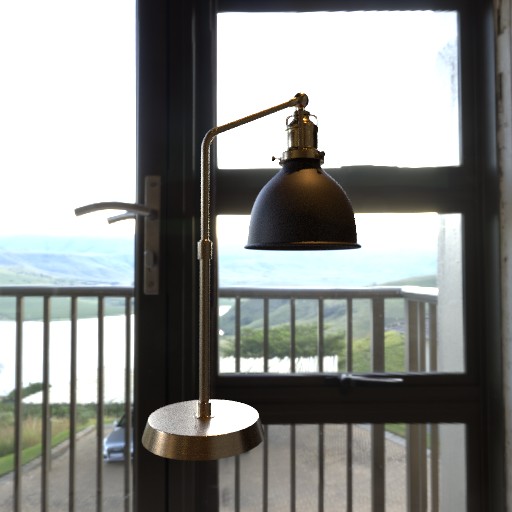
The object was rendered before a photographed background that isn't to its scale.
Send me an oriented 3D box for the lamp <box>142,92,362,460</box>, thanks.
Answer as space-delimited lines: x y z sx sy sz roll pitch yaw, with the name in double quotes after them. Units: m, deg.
0.000 0.000 0.590 0.291 0.456 0.160 1 -2 -17 "lamp"
